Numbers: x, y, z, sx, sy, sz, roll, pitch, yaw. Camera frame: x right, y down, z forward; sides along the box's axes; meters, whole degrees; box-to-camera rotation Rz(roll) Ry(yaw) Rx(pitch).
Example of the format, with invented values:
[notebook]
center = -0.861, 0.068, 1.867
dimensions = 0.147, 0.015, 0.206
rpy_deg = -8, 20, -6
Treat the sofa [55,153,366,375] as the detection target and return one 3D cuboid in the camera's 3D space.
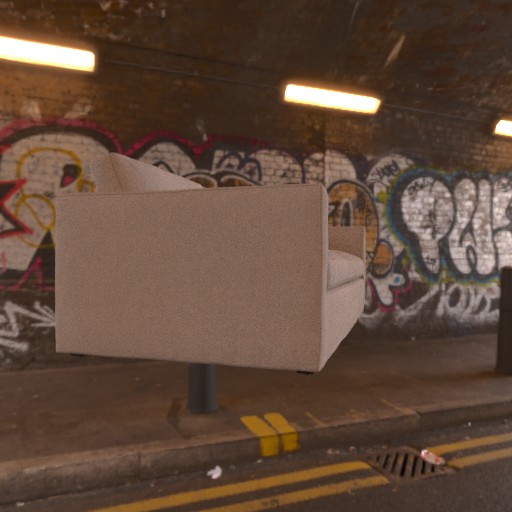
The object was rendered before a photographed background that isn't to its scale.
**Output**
[sofa]
center = 0.000, 0.000, 2.493
dimensions = 1.091, 0.839, 1.905
rpy_deg = 0, -1, 18
